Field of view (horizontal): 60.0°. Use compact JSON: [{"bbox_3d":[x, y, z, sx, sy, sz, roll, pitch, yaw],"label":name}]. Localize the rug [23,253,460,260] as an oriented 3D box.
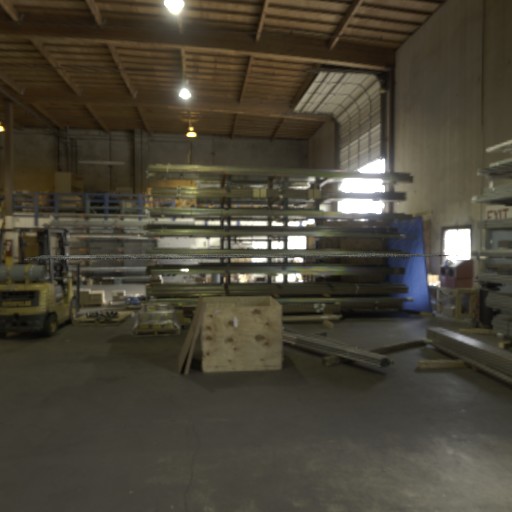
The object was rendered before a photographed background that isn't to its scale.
[{"bbox_3d":[0.000,0.000,2.700,2.434,0.012,0.760,0,1,-20],"label":"rug"}]
